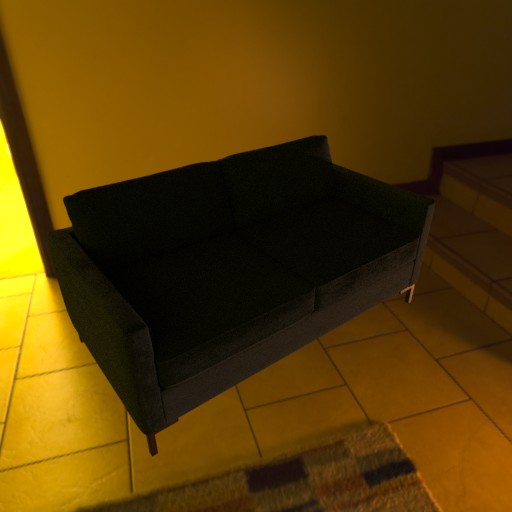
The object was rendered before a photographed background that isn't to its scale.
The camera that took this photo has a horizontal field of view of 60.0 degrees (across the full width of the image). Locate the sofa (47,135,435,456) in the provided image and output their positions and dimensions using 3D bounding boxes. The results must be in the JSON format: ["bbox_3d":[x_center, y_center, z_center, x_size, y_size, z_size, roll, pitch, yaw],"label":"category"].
[{"bbox_3d":[0.000,0.000,2.170,1.676,0.817,0.875,-22,37,-31],"label":"sofa"}]
